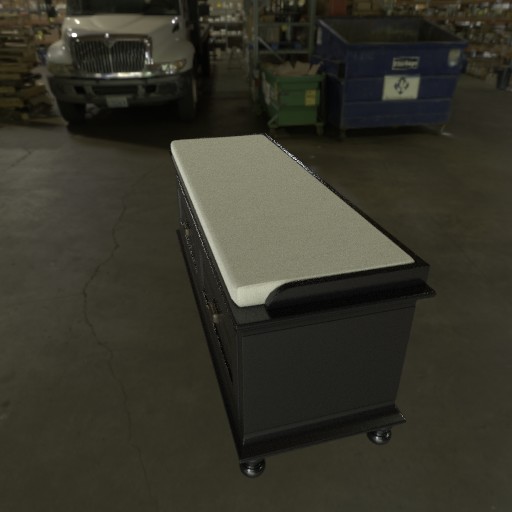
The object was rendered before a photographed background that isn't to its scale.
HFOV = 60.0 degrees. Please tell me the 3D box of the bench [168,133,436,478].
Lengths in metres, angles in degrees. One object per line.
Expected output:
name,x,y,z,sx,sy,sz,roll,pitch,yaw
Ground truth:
bench,0.000,0.000,1.414,0.402,0.501,1.185,-8,30,-14
